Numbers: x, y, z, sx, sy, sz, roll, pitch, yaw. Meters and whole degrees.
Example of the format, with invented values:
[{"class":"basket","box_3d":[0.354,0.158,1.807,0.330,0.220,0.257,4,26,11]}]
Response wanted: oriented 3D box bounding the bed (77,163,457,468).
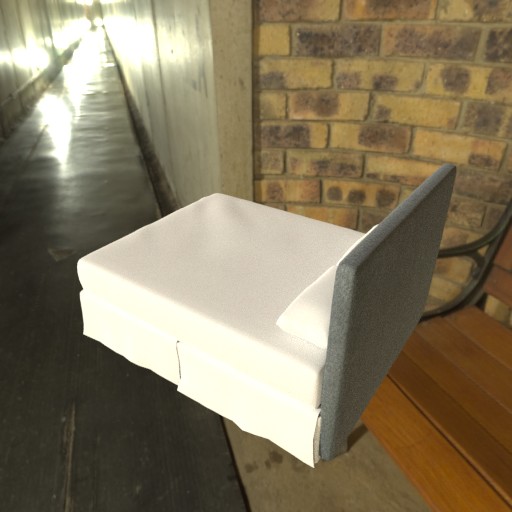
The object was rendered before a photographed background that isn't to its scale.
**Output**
[{"class":"bed","box_3d":[0.000,0.000,3.206,2.142,1.330,1.723,19,35,30]}]
